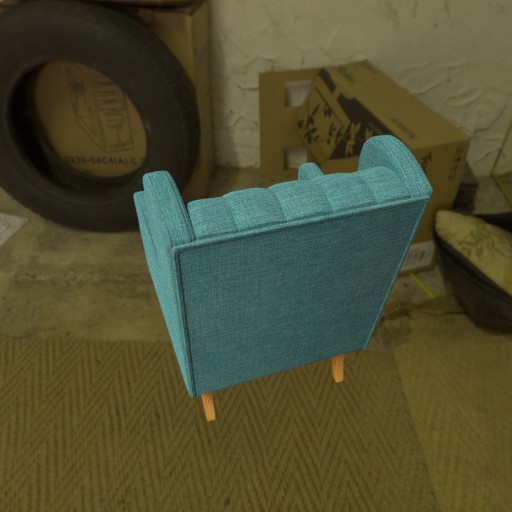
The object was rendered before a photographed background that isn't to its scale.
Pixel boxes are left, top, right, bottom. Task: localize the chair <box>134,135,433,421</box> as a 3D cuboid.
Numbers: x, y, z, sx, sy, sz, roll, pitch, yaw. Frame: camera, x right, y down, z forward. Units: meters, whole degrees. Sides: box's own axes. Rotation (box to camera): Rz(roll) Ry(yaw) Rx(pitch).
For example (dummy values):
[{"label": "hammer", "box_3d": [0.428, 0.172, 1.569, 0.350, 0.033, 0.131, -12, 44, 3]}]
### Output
[{"label": "chair", "box_3d": [0.000, 0.000, 1.509, 0.711, 0.952, 0.775, -12, 43, -14]}]
